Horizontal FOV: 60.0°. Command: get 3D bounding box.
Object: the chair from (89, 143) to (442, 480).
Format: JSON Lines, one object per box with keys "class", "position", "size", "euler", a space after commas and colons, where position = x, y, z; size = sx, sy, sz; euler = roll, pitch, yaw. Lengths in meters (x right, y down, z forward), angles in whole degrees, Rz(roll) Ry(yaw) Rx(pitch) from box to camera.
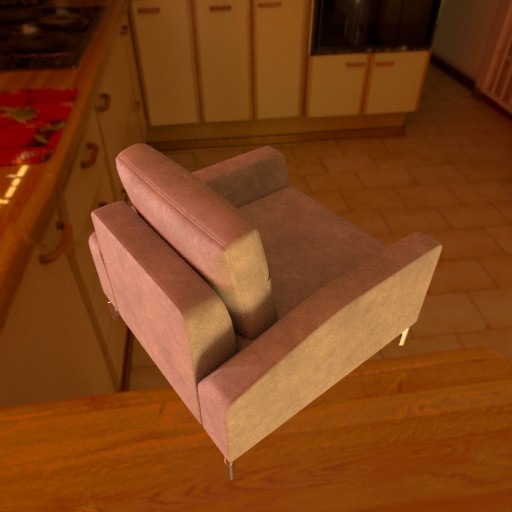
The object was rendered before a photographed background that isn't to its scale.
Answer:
{"class": "chair", "position": [0.000, 0.000, 1.587], "size": [0.900, 0.800, 0.900], "euler": [-27, 47, -28]}
